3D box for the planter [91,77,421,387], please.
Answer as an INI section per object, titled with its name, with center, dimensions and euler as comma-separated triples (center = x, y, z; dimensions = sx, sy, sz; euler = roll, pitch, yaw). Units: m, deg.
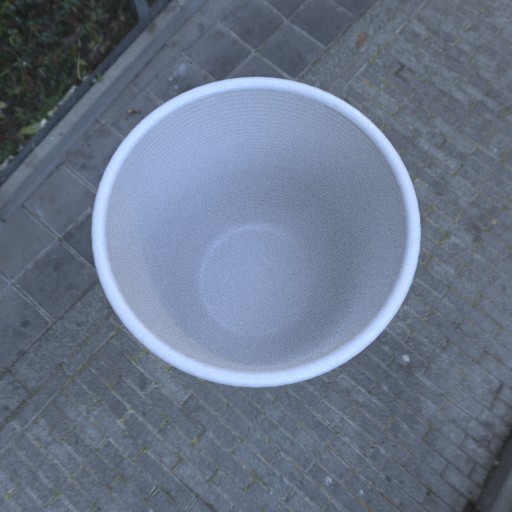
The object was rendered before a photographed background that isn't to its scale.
[planter]
center = 0.000, 0.000, 0.300
dimensions = 0.170, 0.152, 0.170
euler = 0, 74, 0
